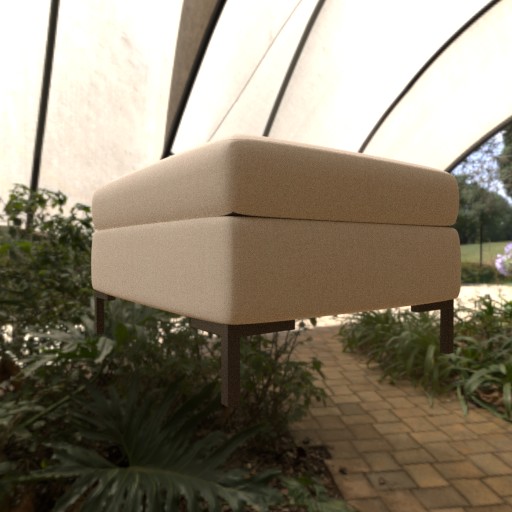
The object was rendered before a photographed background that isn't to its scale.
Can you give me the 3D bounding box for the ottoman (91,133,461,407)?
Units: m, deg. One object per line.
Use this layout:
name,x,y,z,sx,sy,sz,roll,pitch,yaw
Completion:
ottoman,0.000,0.000,1.161,0.657,0.453,0.794,-1,1,-35
